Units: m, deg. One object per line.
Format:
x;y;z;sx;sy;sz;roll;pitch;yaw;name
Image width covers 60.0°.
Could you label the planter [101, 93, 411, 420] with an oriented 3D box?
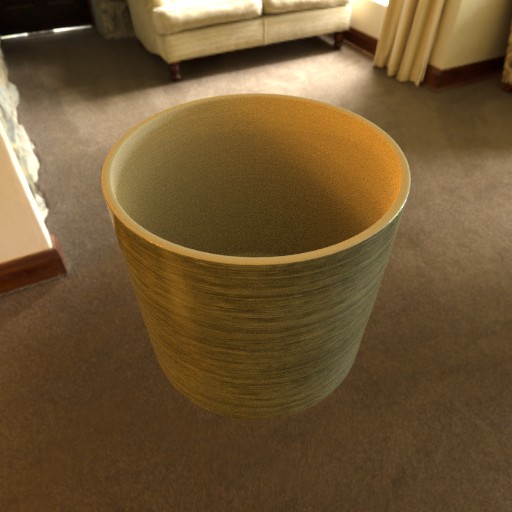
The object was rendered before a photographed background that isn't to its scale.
0.000;0.000;0.396;0.221;0.201;0.221;0;44;0;planter
